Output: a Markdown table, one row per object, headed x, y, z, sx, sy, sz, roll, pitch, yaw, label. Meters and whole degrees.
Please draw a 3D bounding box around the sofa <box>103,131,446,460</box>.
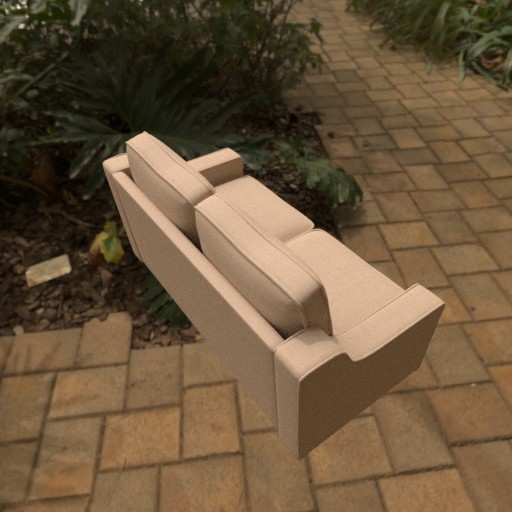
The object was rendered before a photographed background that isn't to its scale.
| x | y | z | sx | sy | sz | roll | pitch | yaw | label |
| --- | --- | --- | --- | --- | --- | --- | --- | --- | --- |
| 0.000 | 0.000 | 3.554 | 1.351 | 1.562 | 2.587 | -26 | 48 | -26 | sofa |
